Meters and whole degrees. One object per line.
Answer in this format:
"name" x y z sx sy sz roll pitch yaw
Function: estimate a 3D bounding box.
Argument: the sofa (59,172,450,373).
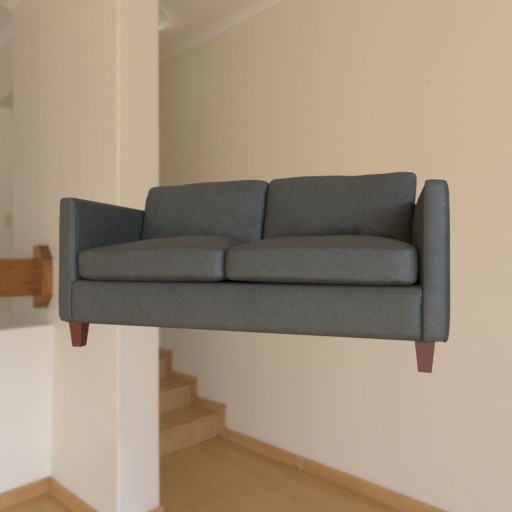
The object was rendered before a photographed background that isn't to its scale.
"sofa" 0.000 0.000 2.426 1.883 0.933 0.951 0 0 18
